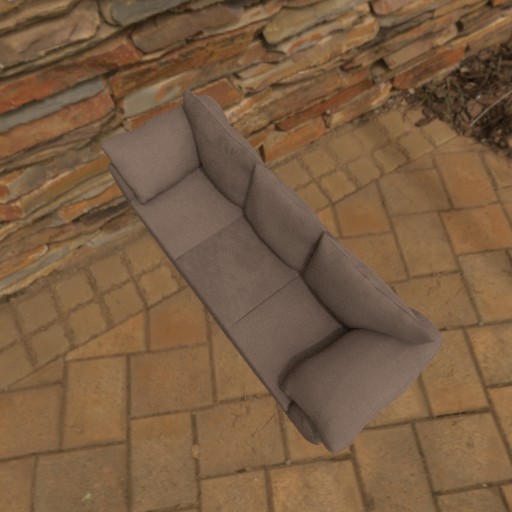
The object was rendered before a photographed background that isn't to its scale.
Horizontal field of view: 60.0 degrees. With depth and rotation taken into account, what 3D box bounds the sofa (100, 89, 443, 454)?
[{"bbox_3d":[0.000,0.000,2.877,0.893,0.981,2.377,-34,68,-16],"label":"sofa"}]
